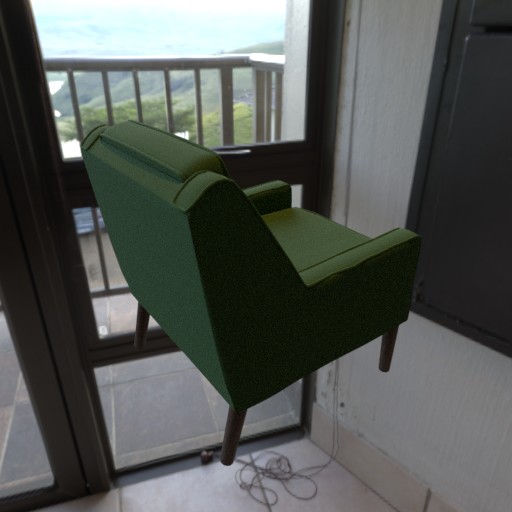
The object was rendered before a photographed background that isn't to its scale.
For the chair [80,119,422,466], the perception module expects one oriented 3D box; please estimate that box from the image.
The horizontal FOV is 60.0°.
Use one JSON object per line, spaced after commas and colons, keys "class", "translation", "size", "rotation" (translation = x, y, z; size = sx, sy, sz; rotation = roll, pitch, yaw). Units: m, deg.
{"class": "chair", "translation": [0.000, 0.000, 1.329], "size": [0.743, 0.792, 0.663], "rotation": [-18, 32, -31]}
